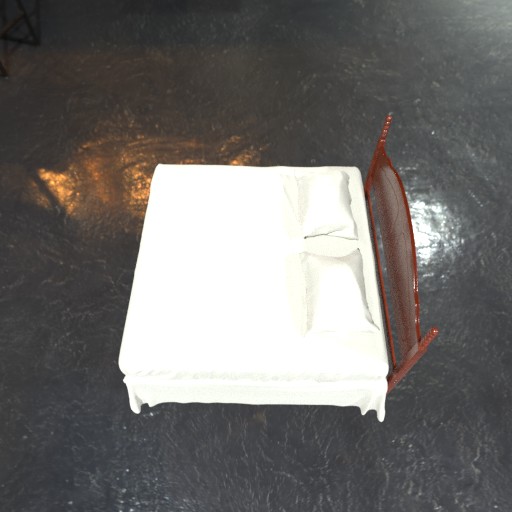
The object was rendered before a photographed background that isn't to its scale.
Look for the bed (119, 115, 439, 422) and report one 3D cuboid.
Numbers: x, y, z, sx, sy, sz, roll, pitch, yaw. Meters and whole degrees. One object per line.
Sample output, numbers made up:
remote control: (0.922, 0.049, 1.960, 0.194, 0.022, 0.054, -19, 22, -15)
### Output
bed: (0.000, 0.000, 3.675, 2.219, 1.355, 2.322, 1, 57, 1)
